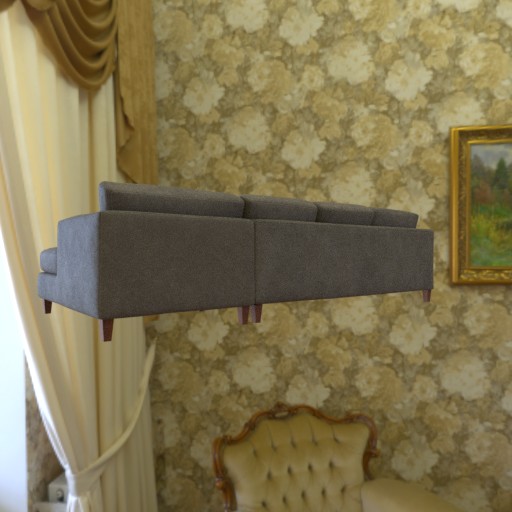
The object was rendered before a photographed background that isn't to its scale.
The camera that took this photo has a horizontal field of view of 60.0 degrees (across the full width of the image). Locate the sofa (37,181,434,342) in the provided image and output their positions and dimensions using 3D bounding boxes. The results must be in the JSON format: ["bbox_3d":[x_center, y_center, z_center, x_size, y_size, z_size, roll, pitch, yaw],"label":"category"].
[{"bbox_3d":[0.000,0.000,4.132,3.471,0.950,1.604,0,1,-38],"label":"sofa"}]
